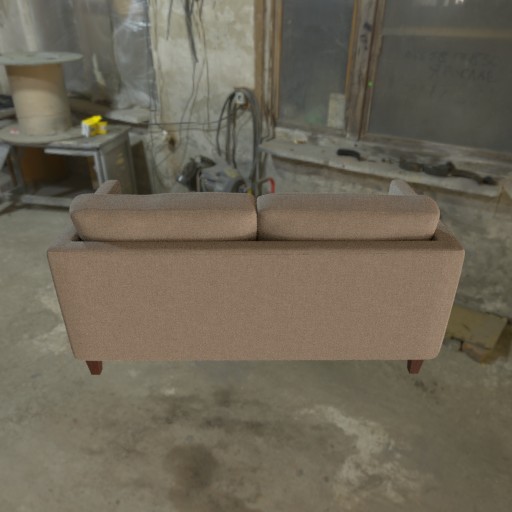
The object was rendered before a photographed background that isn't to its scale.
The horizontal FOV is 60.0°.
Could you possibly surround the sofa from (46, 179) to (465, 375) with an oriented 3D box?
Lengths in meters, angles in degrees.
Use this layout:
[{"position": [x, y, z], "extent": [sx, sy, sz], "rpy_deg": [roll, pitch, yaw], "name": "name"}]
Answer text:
[{"position": [0.000, 0.000, 2.484], "extent": [1.884, 0.947, 0.951], "rpy_deg": [0, 29, 0], "name": "sofa"}]
